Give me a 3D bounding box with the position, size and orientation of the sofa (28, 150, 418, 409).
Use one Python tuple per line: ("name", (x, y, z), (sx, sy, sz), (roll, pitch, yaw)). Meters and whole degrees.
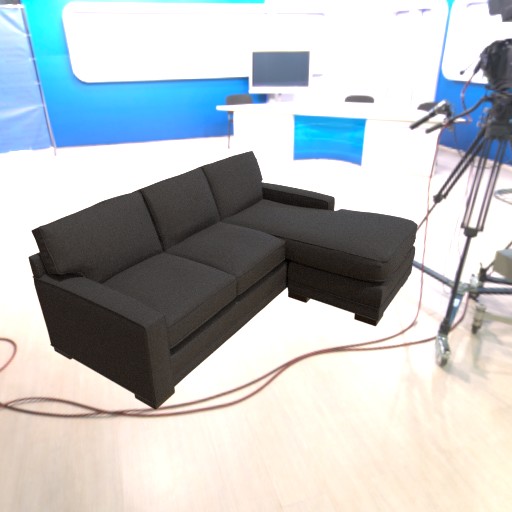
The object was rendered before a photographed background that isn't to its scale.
("sofa", (0.000, 0.000, 3.241), (1.790, 0.973, 2.370), (17, 31, 29))
